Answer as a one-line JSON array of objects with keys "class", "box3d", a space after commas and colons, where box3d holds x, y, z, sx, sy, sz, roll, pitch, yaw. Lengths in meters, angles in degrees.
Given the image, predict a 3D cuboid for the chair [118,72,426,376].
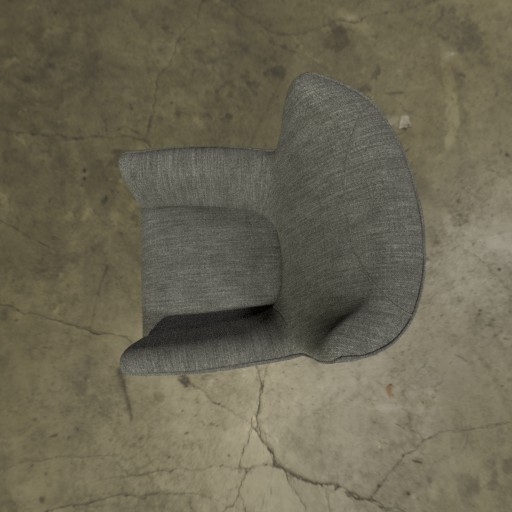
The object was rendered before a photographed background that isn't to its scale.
[{"class": "chair", "box3d": [0.000, 0.000, 1.553, 0.888, 0.933, 0.781, -5, 75, -1]}]
